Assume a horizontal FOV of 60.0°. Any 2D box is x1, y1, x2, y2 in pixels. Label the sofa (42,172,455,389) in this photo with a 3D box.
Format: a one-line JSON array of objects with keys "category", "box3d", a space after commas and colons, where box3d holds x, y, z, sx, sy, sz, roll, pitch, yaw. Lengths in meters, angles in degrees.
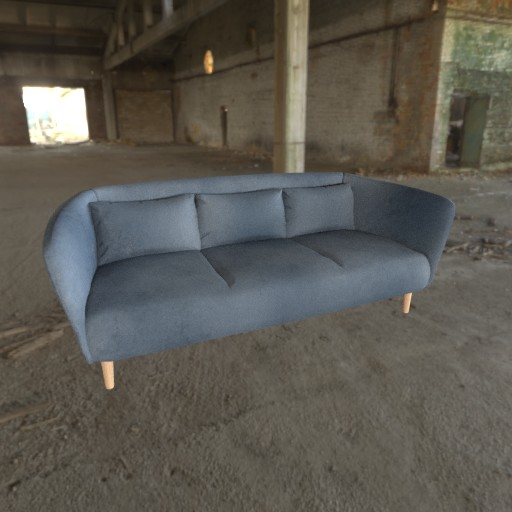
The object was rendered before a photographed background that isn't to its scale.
[{"category": "sofa", "box3d": [0.000, 0.000, 2.432, 2.095, 0.795, 0.849, -9, 19, -26]}]
